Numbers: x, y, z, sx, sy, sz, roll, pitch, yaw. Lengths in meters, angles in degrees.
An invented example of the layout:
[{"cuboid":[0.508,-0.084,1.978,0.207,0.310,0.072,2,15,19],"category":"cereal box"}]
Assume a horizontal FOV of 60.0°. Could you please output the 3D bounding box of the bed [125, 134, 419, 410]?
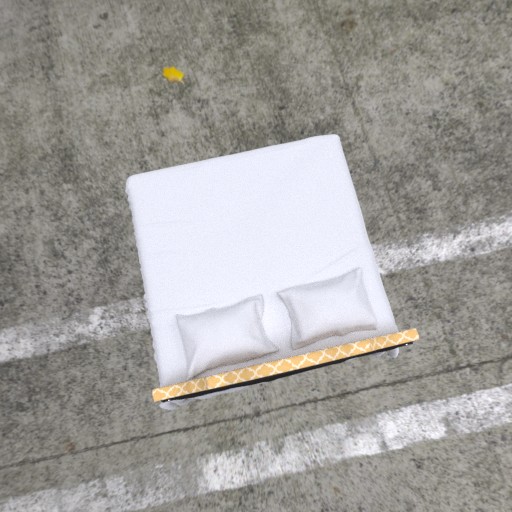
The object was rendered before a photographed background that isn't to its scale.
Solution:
[{"cuboid":[0.000,0.000,3.815,2.314,1.601,2.222,-12,76,-3],"category":"bed"}]
